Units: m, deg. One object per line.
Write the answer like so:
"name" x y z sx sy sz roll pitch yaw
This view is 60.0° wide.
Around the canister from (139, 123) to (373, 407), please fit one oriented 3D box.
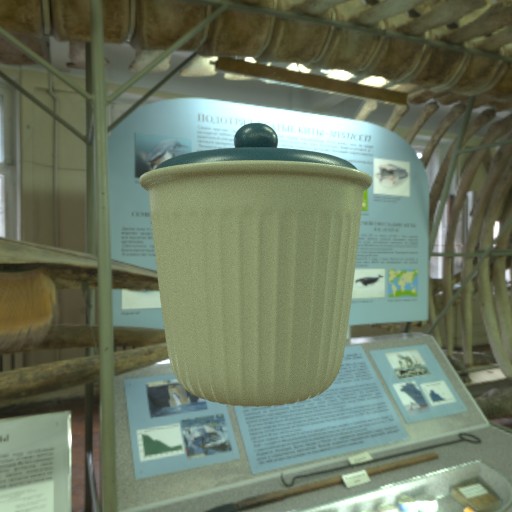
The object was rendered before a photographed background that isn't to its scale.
"canister" 0.000 0.000 0.356 0.181 0.211 0.181 0 1 0
